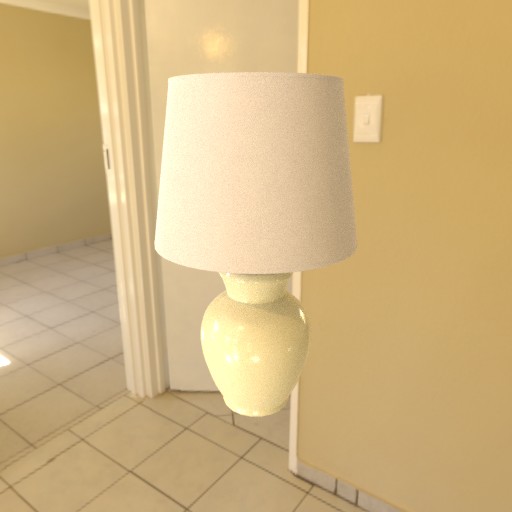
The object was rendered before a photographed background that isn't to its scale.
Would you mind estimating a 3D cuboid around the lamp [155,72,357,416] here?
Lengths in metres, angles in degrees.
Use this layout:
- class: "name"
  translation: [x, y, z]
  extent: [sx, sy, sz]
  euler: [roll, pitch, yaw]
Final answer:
- class: "lamp"
  translation: [0.000, 0.000, 0.541]
  extent: [0.239, 0.399, 0.239]
  euler: [0, 17, 0]
